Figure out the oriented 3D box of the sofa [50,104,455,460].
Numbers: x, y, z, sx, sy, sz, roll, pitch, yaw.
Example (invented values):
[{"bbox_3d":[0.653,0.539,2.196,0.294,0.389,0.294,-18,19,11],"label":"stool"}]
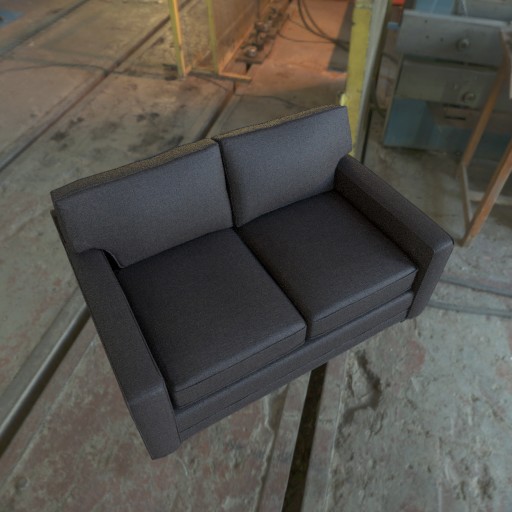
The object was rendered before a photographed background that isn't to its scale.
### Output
[{"bbox_3d":[0.000,0.000,2.083,1.534,0.887,0.974,-23,51,-20],"label":"sofa"}]
